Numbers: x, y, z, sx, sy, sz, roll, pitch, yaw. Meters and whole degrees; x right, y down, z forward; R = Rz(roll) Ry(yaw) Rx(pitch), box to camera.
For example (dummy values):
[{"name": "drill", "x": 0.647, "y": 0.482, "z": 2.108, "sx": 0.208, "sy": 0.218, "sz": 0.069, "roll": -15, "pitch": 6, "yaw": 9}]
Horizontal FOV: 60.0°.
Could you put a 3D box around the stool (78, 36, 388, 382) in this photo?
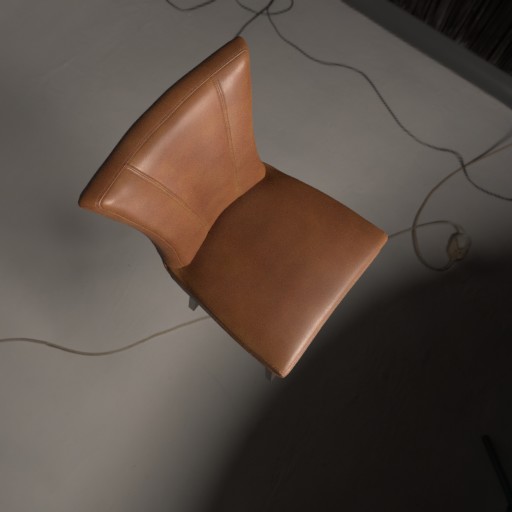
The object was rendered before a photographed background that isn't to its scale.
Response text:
[{"name": "stool", "x": 0.000, "y": 0.000, "z": 1.391, "sx": 0.585, "sy": 1.094, "sz": 0.522, "roll": 37, "pitch": 77, "yaw": 10}]
